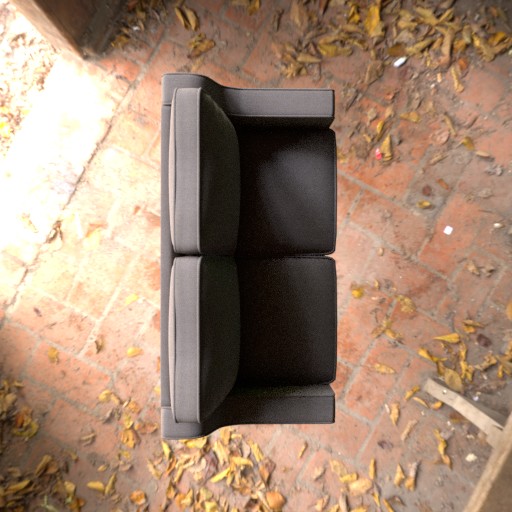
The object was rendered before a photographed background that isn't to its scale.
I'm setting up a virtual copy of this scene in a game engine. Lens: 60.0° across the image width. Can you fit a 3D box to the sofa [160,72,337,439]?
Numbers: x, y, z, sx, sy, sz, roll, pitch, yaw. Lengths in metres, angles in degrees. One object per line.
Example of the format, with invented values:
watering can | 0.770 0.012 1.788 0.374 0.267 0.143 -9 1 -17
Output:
sofa | 0.000 0.000 2.073 0.791 0.948 1.500 0 90 -1
